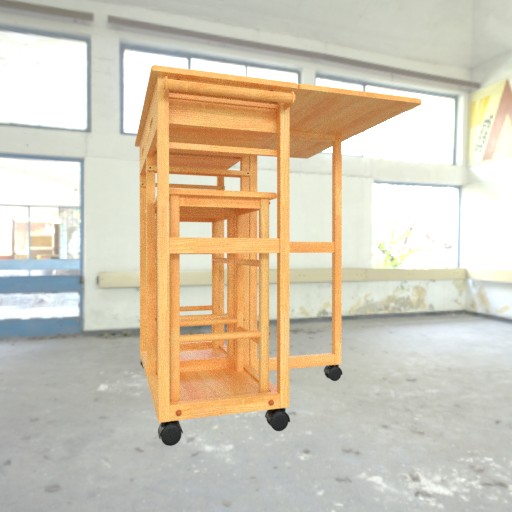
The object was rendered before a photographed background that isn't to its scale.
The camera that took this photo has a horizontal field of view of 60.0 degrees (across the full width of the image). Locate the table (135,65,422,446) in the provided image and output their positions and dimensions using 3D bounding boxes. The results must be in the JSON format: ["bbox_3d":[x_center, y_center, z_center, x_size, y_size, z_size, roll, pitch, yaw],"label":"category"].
[{"bbox_3d":[0.000,0.000,1.384,0.693,0.832,0.752,0,1,-18],"label":"table"}]
